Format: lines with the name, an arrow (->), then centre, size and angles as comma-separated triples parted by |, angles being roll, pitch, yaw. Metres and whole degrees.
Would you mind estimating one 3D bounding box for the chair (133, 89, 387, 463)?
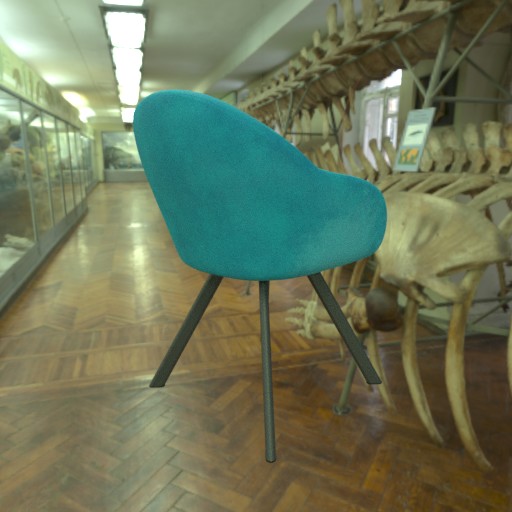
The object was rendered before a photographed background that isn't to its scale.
chair -> 0.000, 0.000, 1.198 | 0.550, 0.795, 0.590 | 12, 18, 43
